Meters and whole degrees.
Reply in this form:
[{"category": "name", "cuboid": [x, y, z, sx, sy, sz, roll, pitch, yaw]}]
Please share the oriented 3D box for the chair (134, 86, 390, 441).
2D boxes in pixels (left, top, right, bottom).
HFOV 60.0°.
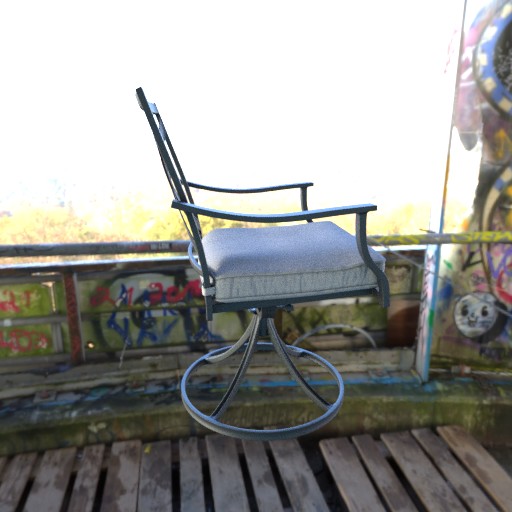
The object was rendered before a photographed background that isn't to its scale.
[{"category": "chair", "cuboid": [0.000, 0.000, 1.315, 0.620, 0.889, 0.575, -2, 15, -9]}]
